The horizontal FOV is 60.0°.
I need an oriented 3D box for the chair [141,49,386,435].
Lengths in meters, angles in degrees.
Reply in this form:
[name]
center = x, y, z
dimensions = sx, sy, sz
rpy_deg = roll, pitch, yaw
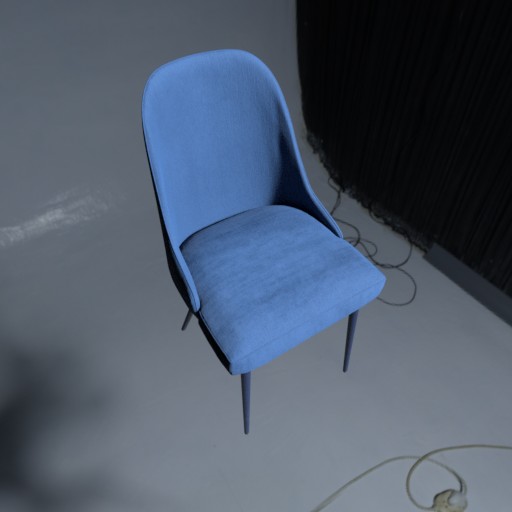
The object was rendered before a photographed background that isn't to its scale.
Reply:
[chair]
center = 0.000, 0.000, 1.215
dimensions = 0.478, 0.896, 0.559
rpy_deg = -25, 51, -22
